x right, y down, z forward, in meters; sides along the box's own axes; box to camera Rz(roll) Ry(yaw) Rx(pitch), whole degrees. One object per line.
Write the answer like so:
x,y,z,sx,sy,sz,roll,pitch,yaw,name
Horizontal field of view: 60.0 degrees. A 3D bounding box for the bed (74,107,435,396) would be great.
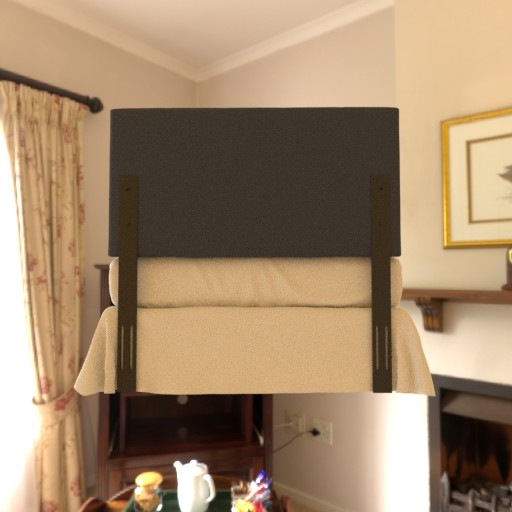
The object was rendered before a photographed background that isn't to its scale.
0.000,0.000,3.455,1.936,1.577,2.222,0,-2,1,bed
